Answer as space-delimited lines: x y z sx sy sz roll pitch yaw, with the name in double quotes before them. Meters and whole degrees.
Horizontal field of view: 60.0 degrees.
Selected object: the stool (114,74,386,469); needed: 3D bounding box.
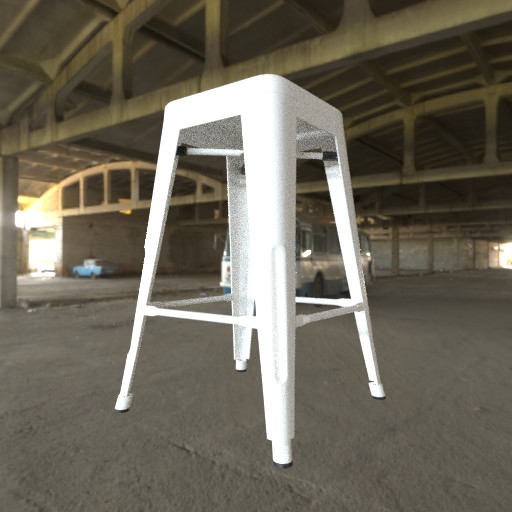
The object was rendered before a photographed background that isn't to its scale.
"stool" 0.000 0.000 0.913 0.406 0.610 0.406 0 0 37
